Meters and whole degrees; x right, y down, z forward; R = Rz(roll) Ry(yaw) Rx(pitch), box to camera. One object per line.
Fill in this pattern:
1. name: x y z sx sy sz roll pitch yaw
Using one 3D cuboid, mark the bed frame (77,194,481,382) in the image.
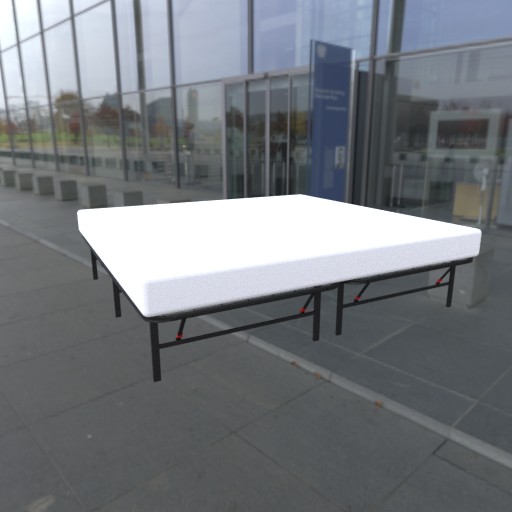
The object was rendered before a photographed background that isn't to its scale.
1. bed frame: 0.000 0.000 3.050 2.033 0.525 1.935 -8 17 -27
